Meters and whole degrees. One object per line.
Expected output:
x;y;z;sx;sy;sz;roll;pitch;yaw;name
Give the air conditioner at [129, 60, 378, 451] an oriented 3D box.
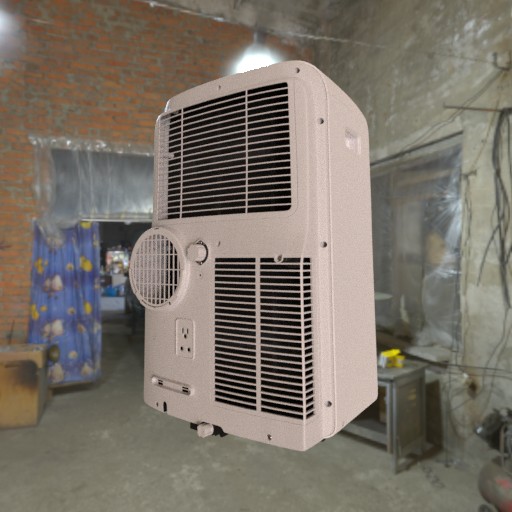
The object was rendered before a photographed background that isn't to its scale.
0.000;0.000;0.964;0.454;0.700;0.365;0;0;36;air conditioner
